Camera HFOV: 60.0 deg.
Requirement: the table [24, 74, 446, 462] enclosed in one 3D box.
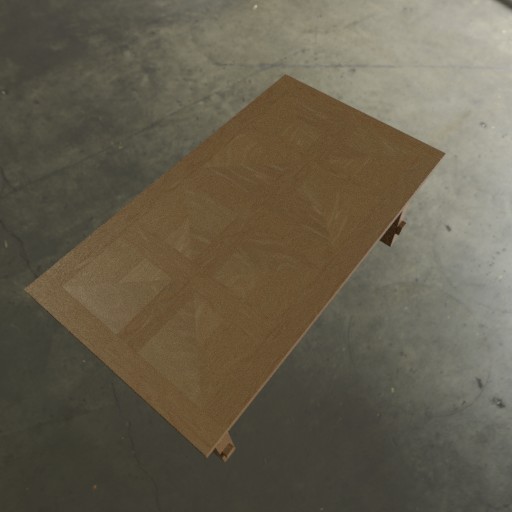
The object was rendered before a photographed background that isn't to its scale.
[{"bbox_3d":[0.000,0.000,1.647,0.711,0.507,1.270,34,64,19],"label":"table"}]
